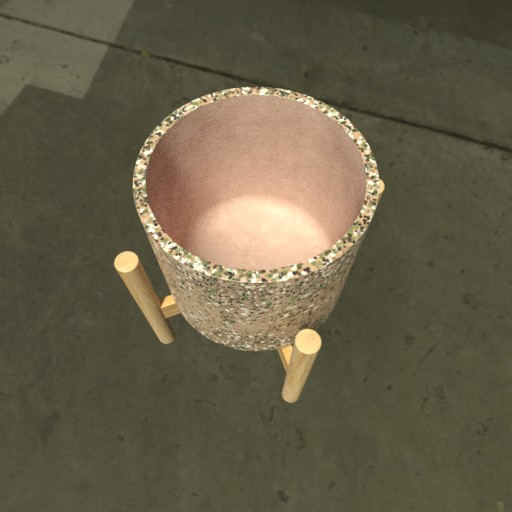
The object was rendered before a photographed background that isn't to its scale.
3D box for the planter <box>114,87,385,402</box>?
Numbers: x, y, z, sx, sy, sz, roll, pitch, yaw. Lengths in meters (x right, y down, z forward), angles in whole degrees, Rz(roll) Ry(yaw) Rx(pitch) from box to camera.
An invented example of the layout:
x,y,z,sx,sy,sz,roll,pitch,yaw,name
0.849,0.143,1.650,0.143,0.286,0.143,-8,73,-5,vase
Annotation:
x,y,z,sx,sy,sz,roll,pitch,yaw,name
0.000,0.000,0.543,0.284,0.320,0.284,2,62,1,planter
